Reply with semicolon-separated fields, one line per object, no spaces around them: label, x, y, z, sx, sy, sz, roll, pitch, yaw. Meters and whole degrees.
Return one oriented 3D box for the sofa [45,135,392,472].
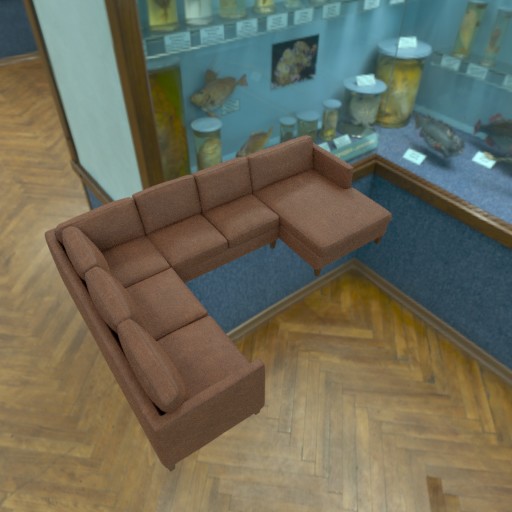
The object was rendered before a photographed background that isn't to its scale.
sofa;0.000;0.000;4.581;3.460;0.923;2.593;-26;48;-25
